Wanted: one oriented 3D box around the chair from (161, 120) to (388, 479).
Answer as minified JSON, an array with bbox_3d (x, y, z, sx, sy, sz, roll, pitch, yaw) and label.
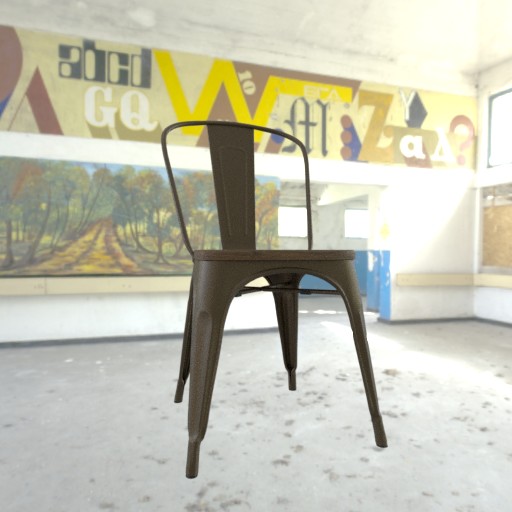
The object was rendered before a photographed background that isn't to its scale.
[{"bbox_3d":[0.000,0.000,1.161,0.451,0.844,0.532,0,1,-18],"label":"chair"}]
